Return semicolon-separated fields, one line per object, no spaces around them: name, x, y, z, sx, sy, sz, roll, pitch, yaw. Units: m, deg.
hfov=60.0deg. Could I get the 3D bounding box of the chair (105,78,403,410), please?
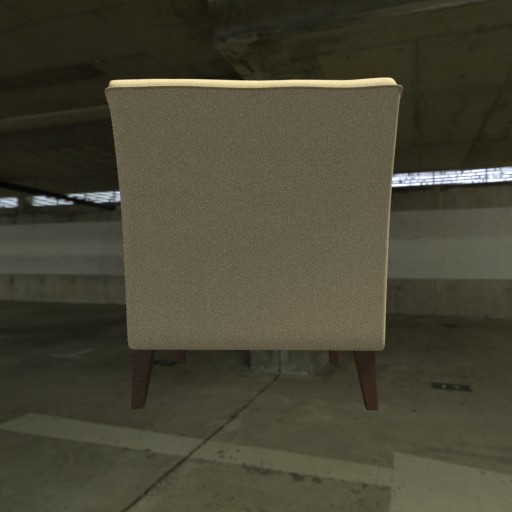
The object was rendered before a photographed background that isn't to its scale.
chair;0.000;0.000;1.566;0.780;0.919;0.899;0;-1;1
